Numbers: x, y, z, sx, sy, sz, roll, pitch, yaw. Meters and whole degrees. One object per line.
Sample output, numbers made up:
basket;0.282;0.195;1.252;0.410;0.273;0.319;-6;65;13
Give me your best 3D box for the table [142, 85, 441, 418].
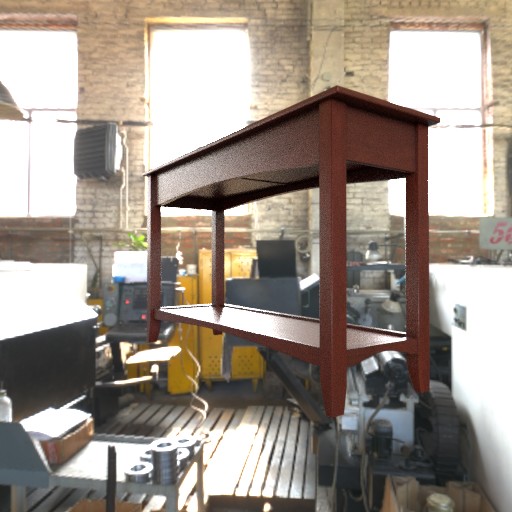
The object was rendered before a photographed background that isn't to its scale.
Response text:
table;0.000;0.000;1.566;0.392;0.739;1.188;0;-1;-35
